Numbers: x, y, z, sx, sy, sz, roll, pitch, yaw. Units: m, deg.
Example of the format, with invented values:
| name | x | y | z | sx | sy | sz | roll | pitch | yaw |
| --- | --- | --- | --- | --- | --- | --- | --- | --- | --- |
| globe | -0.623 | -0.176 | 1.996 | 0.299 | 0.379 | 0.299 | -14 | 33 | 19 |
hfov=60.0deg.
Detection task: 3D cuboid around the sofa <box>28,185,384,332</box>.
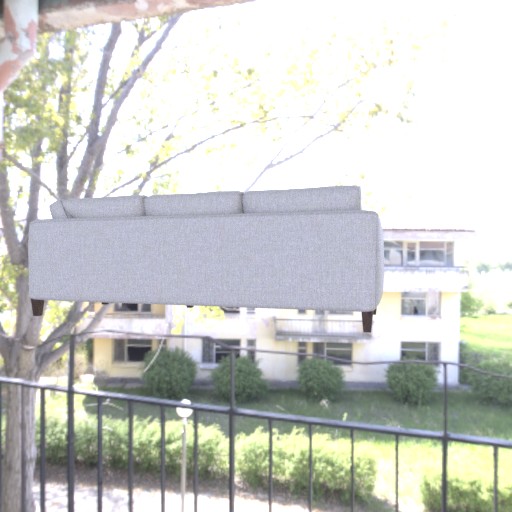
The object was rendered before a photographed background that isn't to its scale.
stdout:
| name | x | y | z | sx | sy | sz | roll | pitch | yaw |
| --- | --- | --- | --- | --- | --- | --- | --- | --- | --- |
| sofa | 0.000 | 0.000 | 4.525 | 2.551 | 0.889 | 3.403 | 0 | 0 | 17 |
